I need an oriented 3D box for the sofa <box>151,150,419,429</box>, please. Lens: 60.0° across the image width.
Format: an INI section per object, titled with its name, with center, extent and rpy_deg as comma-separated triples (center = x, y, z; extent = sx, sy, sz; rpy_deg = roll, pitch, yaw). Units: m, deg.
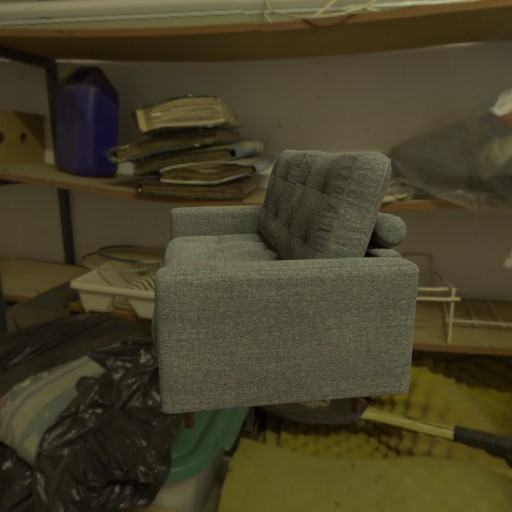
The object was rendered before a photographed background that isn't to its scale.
[sofa]
center = 0.000, 0.000, 1.960
extent = 0.842, 0.907, 1.407
rpy_deg = -2, 14, -8
